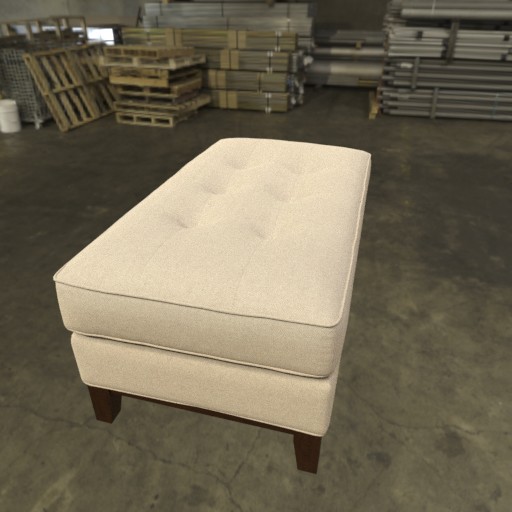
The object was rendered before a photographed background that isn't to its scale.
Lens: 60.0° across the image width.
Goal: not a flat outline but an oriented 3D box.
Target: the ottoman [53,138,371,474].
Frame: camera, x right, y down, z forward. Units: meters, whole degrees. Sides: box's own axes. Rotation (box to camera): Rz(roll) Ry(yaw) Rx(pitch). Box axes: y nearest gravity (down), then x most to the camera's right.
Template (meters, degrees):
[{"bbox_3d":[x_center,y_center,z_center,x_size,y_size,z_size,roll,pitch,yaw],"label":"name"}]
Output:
[{"bbox_3d":[0.000,0.000,1.452,0.648,0.508,1.143,8,31,13],"label":"ottoman"}]
